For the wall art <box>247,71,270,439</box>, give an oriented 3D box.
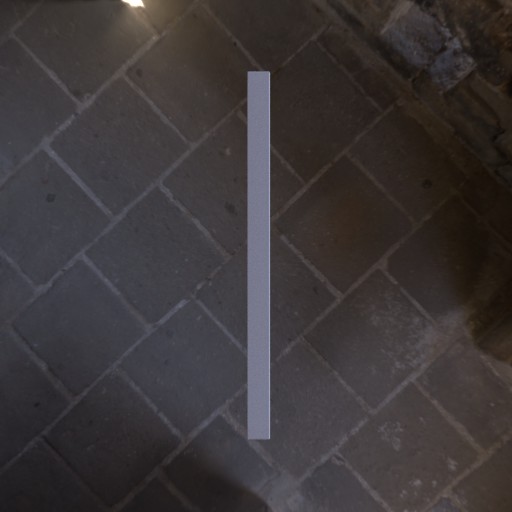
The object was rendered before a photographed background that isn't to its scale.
[{"bbox_3d":[0.000,0.000,0.790,0.025,0.608,0.405,0,90,-1],"label":"wall art"}]
